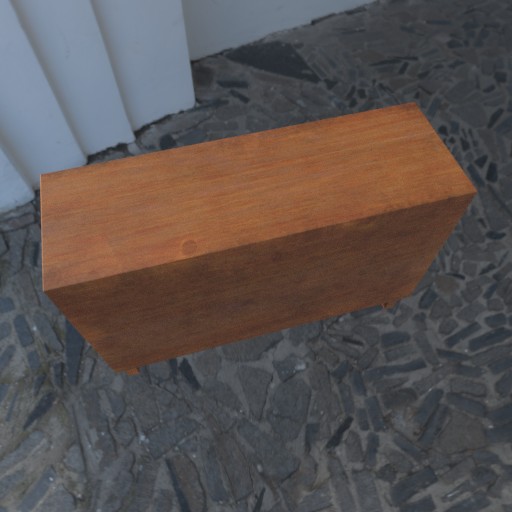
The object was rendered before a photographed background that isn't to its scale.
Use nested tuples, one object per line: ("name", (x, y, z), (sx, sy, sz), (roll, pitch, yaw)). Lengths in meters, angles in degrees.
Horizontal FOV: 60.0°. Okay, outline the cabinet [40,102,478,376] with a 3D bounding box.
("cabinet", (0.000, 0.000, 1.625), (1.204, 0.805, 0.403), (-13, 59, -8))
